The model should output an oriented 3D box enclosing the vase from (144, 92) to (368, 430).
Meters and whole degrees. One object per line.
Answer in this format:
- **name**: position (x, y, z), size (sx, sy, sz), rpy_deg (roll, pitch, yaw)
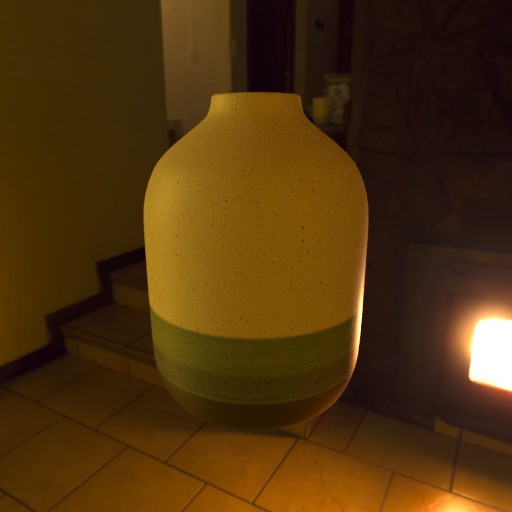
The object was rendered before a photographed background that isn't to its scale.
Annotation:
- **vase**: position (0.000, 0.000, 0.352), size (0.169, 0.240, 0.169), rpy_deg (0, 16, 0)
